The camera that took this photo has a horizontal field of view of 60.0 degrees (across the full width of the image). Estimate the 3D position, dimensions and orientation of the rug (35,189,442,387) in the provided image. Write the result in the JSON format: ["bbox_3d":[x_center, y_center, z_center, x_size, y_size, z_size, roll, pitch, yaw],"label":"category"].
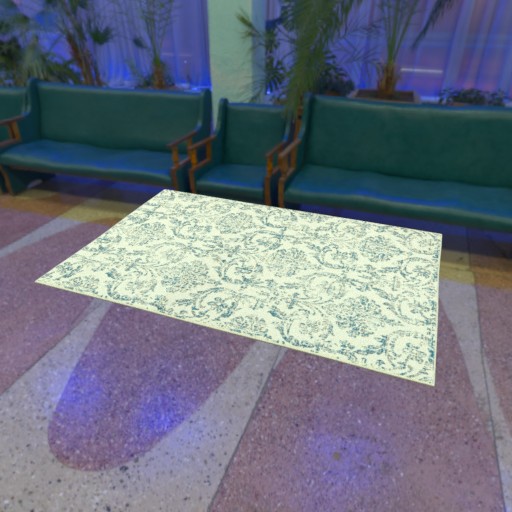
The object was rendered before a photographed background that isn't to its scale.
[{"bbox_3d":[0.000,0.000,3.520,2.746,0.018,1.819,11,33,18],"label":"rug"}]
